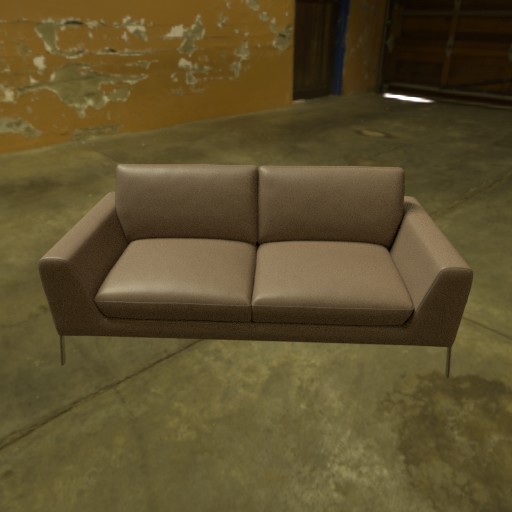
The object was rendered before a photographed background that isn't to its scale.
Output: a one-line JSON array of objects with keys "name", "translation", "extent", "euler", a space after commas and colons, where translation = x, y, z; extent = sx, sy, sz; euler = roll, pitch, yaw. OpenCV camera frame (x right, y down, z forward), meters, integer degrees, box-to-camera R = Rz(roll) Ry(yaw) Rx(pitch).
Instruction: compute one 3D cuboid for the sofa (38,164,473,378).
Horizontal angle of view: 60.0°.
[{"name": "sofa", "translation": [0.000, 0.000, 2.500], "extent": [2.017, 0.875, 0.953], "euler": [1, 27, 2]}]
